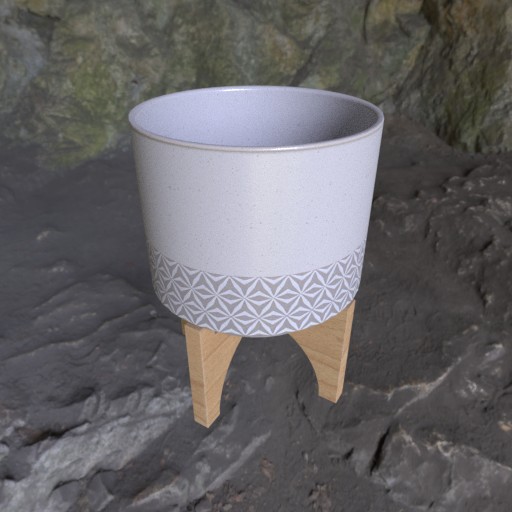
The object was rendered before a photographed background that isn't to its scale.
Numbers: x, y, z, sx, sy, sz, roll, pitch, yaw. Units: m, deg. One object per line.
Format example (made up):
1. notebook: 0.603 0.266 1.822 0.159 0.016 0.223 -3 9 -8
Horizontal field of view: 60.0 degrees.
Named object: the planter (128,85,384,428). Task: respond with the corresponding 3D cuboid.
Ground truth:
1. planter: 0.000 0.000 0.402 0.188 0.260 0.188 0 31 0
